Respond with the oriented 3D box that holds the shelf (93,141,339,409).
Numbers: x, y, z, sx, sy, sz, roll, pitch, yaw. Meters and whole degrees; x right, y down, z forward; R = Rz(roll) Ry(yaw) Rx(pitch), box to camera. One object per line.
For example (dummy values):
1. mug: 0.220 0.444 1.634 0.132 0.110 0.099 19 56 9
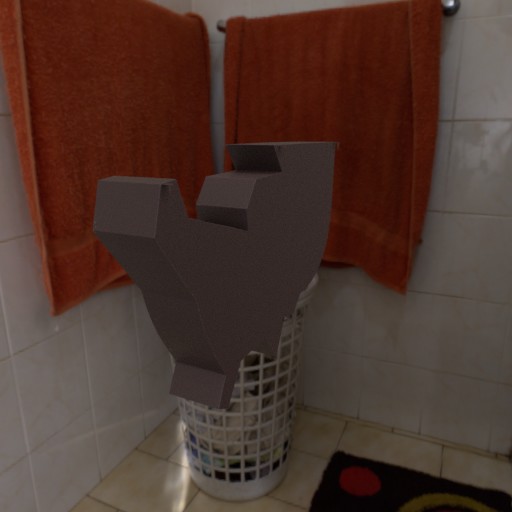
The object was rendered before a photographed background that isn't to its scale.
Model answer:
1. shelf: 0.000 0.000 0.900 0.112 0.439 0.729 8 17 25
